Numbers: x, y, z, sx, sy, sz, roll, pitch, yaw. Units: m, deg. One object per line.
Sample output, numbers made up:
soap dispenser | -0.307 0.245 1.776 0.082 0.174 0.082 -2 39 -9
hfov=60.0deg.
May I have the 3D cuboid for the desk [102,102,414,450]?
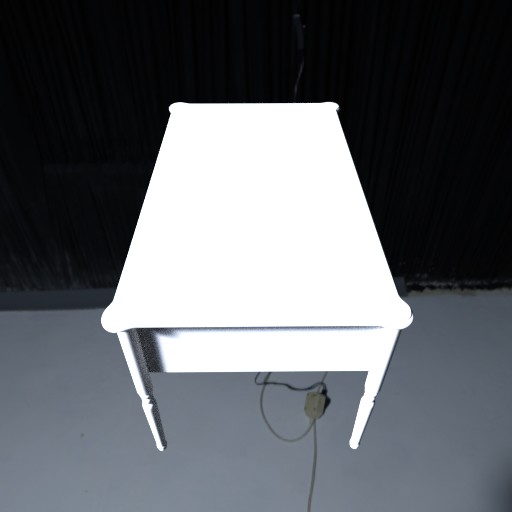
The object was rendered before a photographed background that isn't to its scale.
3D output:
desk | 0.000 0.000 1.872 0.807 0.762 1.380 0 42 0
